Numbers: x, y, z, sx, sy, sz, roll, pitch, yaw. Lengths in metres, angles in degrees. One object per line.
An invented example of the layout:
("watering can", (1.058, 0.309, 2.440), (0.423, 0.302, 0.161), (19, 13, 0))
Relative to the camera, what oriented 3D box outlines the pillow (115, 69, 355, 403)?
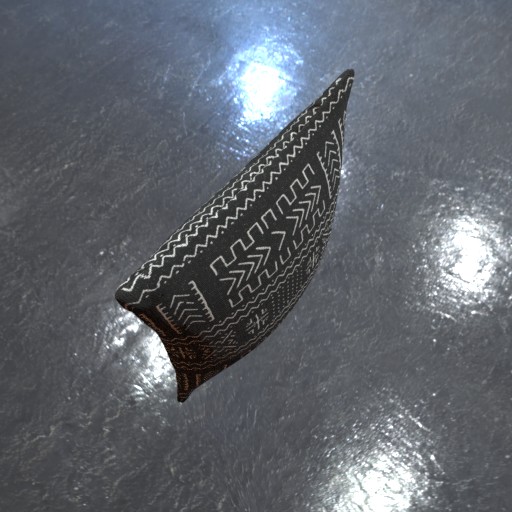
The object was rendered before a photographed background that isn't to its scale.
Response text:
("pillow", (0.000, 0.000, 0.685), (0.164, 0.430, 0.438), (33, 64, 18))
